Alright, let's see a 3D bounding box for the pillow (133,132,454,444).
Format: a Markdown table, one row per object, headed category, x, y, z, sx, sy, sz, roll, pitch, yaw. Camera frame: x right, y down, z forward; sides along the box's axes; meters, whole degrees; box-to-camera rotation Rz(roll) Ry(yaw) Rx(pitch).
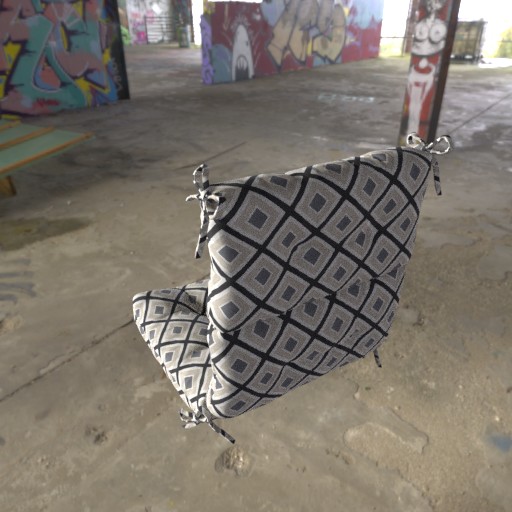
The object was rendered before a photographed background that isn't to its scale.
| category | x | y | z | sx | sy | sz | roll | pitch | yaw |
| --- | --- | --- | --- | --- | --- | --- | --- | --- | --- |
| pillow | 0.000 | 0.000 | 1.013 | 0.519 | 0.605 | 0.571 | -17 | 33 | -27 |
